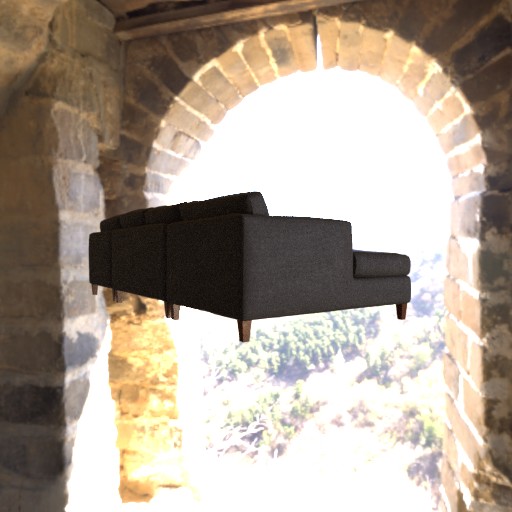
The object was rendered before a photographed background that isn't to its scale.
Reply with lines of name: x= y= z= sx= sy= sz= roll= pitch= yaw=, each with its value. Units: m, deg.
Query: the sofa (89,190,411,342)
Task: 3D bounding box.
sofa: x=0.000 y=0.000 z=4.681 sx=2.594 sy=0.961 sz=3.460 roll=-1 pitch=1 yaw=-35
